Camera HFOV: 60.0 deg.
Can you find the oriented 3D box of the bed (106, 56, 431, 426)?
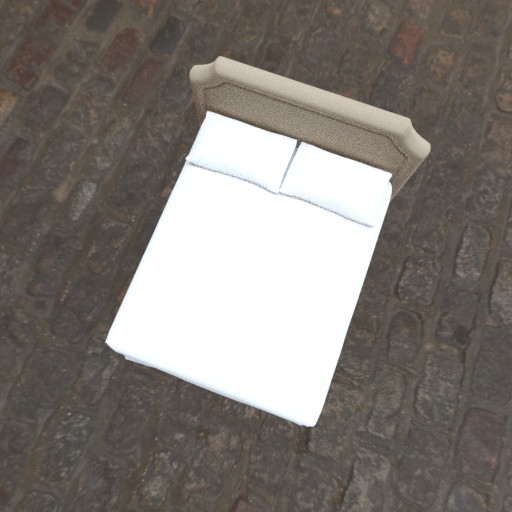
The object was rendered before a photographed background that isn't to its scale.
[{"bbox_3d":[0.000,0.000,3.357,1.828,1.301,2.204,20,77,5],"label":"bed"}]
